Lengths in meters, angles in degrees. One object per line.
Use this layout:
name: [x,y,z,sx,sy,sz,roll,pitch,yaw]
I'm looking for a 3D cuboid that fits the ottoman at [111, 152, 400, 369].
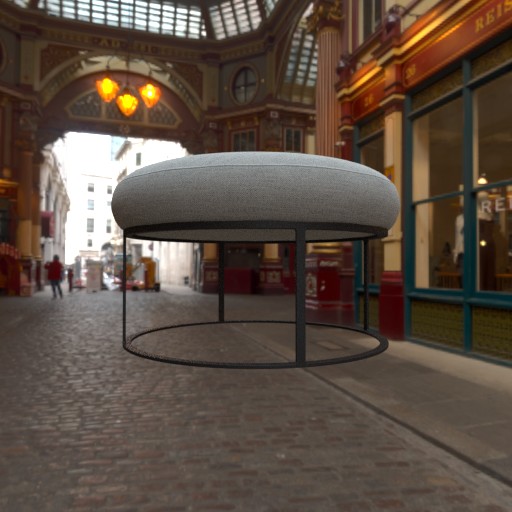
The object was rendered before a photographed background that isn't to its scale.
ottoman: [0.000,0.000,1.233,0.769,0.459,0.769,0,-1,0]
